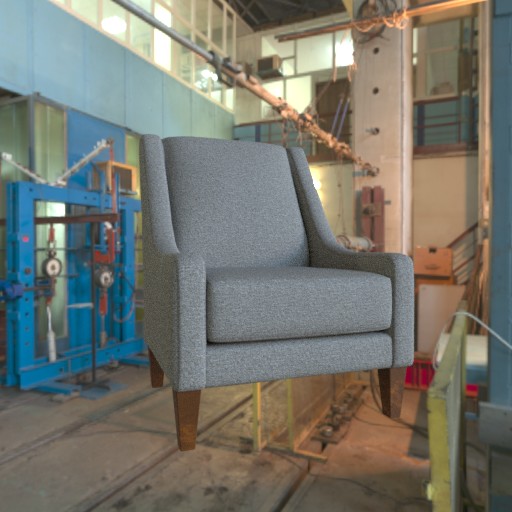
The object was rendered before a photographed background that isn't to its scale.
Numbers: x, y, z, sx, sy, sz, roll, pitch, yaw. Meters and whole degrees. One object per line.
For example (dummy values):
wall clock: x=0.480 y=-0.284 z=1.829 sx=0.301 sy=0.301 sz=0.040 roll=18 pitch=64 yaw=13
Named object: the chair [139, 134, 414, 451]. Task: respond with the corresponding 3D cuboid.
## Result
chair: x=0.000 y=0.000 z=1.631 sx=0.774 sy=1.016 sz=0.870 roll=0 pitch=1 yaw=-20
